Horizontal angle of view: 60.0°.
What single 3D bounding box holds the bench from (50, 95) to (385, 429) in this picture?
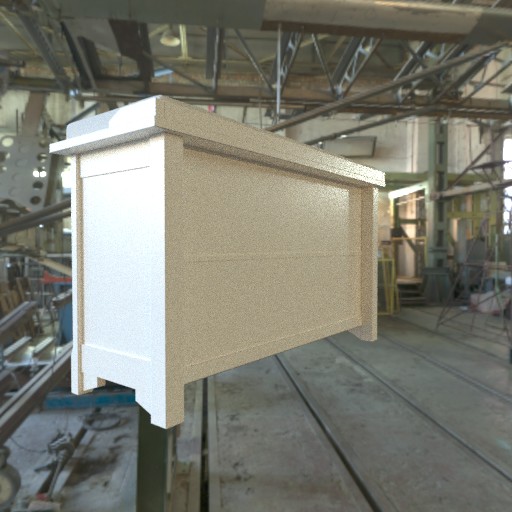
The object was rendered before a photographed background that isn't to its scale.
[{"bbox_3d":[0.000,0.000,1.234,0.346,0.589,0.987,1,2,38],"label":"bench"}]
